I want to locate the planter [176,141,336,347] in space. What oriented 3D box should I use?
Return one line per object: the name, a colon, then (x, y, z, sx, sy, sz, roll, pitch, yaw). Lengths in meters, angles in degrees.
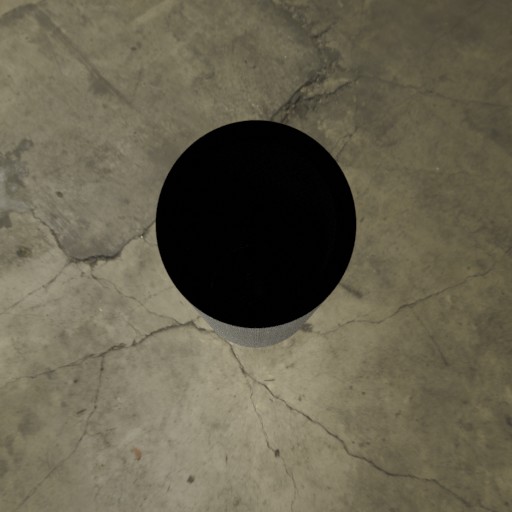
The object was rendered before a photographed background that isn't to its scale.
planter: (0.000, 0.000, 0.126, 0.045, 0.103, 0.045, -42, 79, -10)
